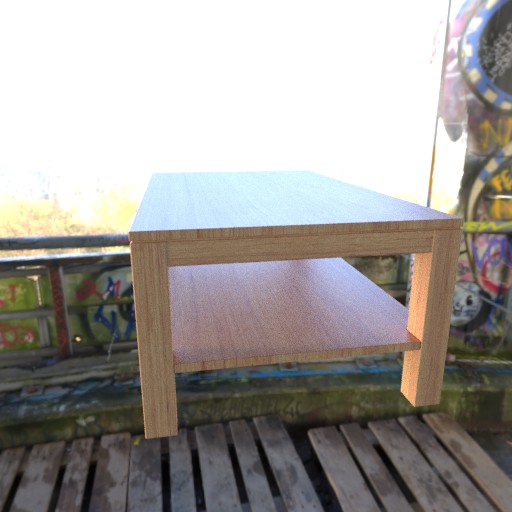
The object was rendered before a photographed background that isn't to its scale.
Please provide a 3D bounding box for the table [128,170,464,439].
[{"bbox_3d":[0.000,0.000,1.490,0.695,0.457,1.146,-3,16,-10],"label":"table"}]
